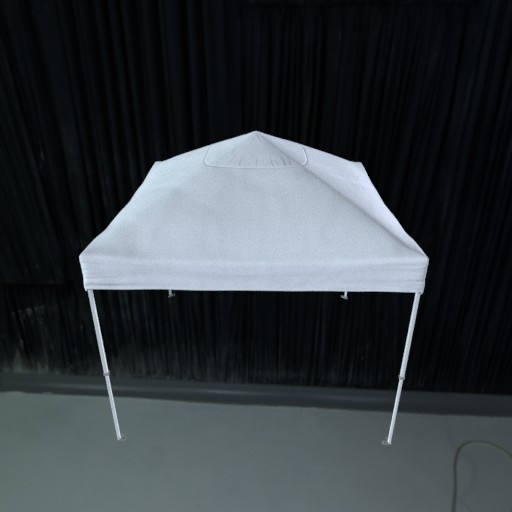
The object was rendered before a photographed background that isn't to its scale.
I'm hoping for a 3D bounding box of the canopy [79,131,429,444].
[{"bbox_3d":[0.000,0.000,5.413,2.998,2.997,2.996,1,27,1],"label":"canopy"}]
